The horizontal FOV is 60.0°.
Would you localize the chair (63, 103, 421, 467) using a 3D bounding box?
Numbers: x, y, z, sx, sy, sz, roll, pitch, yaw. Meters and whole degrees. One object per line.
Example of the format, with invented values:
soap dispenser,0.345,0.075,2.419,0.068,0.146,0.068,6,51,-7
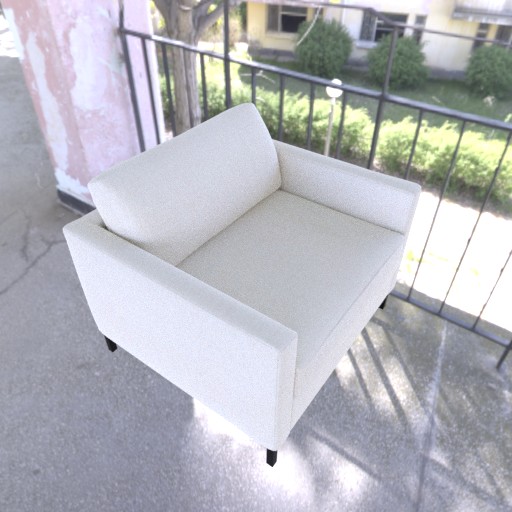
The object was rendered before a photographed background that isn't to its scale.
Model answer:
chair,0.000,0.000,1.643,0.875,0.806,0.964,25,46,27
